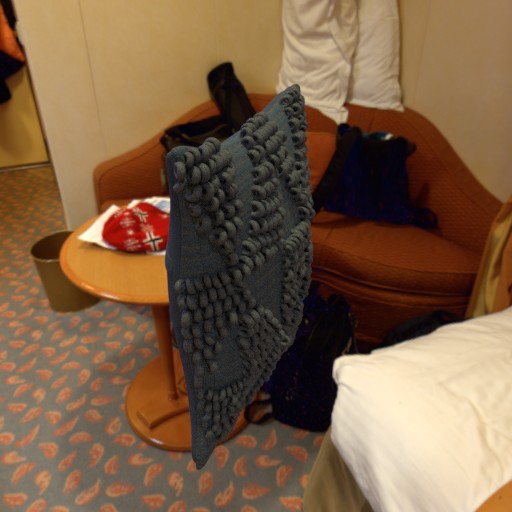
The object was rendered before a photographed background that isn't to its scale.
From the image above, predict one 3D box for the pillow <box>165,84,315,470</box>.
[{"bbox_3d":[0.000,0.000,0.715,0.172,0.466,0.469,9,31,16],"label":"pillow"}]
